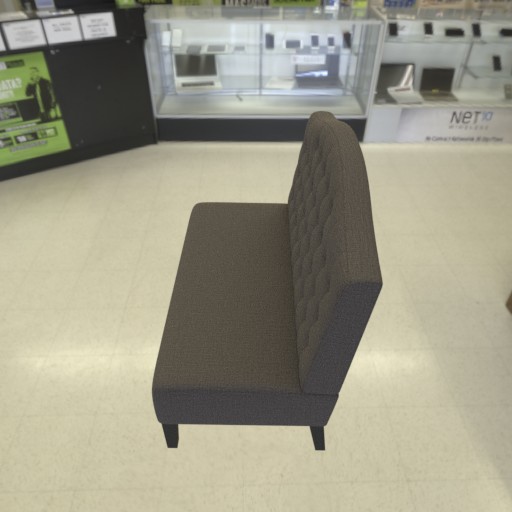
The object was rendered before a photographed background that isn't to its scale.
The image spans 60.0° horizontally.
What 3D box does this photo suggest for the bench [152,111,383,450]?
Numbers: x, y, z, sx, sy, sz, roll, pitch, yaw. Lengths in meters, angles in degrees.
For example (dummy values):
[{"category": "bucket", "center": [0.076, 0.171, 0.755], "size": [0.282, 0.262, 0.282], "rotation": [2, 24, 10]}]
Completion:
[{"category": "bench", "center": [0.000, 0.000, 2.109], "size": [0.815, 1.180, 1.335], "rotation": [1, 40, 1]}]
